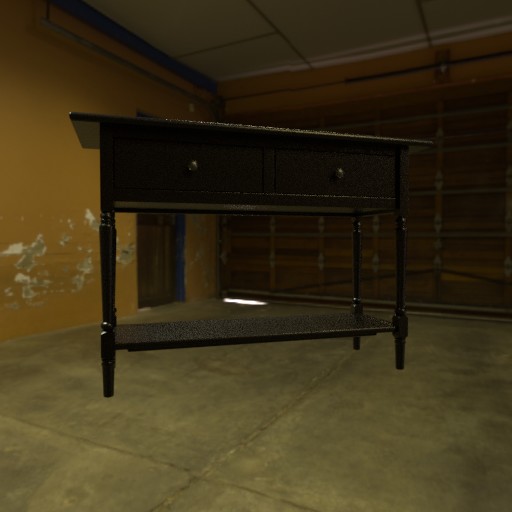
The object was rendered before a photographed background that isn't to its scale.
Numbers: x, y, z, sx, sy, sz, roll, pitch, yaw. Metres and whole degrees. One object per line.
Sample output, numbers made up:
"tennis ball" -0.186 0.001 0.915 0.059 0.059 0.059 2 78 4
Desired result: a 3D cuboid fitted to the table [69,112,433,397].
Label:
"table" 0.000 0.000 1.586 1.191 0.819 0.386 0 2 -17
